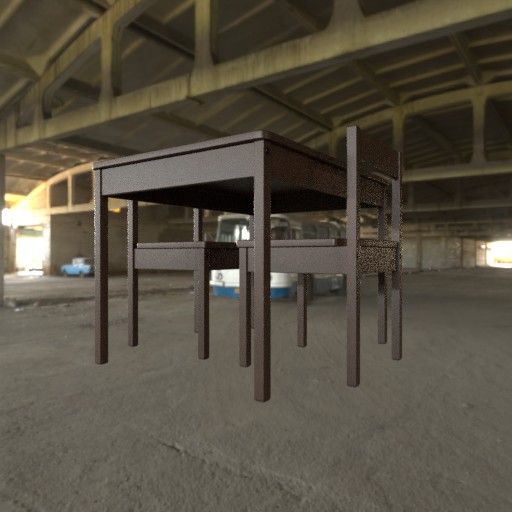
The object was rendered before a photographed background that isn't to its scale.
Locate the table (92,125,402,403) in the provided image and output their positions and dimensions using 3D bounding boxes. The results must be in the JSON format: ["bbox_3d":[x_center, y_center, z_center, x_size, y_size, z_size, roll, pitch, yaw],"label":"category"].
[{"bbox_3d":[0.000,0.000,1.154,0.672,0.503,0.650,0,0,35],"label":"table"}]
